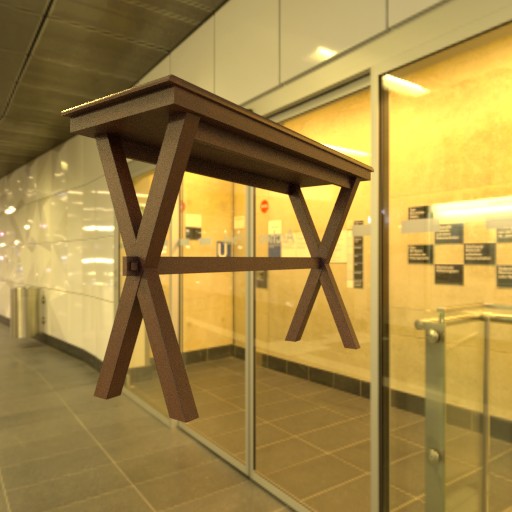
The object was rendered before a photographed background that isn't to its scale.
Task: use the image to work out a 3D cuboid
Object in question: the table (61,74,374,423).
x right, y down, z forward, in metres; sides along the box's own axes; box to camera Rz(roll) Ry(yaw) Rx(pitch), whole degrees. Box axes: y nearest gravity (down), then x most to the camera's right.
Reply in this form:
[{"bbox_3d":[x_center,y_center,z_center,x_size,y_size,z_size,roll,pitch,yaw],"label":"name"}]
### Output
[{"bbox_3d":[0.000,0.000,1.530,0.399,0.763,1.197,0,0,35],"label":"table"}]
